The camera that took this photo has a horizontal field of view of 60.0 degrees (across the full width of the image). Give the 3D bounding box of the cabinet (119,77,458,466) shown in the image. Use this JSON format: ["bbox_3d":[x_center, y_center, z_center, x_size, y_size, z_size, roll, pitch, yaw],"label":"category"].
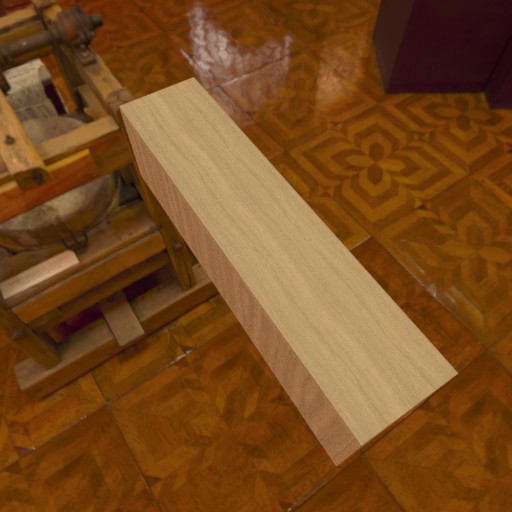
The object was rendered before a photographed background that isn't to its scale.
[{"bbox_3d":[0.000,0.000,2.506,0.499,0.779,2.198,-29,62,-17],"label":"cabinet"}]
